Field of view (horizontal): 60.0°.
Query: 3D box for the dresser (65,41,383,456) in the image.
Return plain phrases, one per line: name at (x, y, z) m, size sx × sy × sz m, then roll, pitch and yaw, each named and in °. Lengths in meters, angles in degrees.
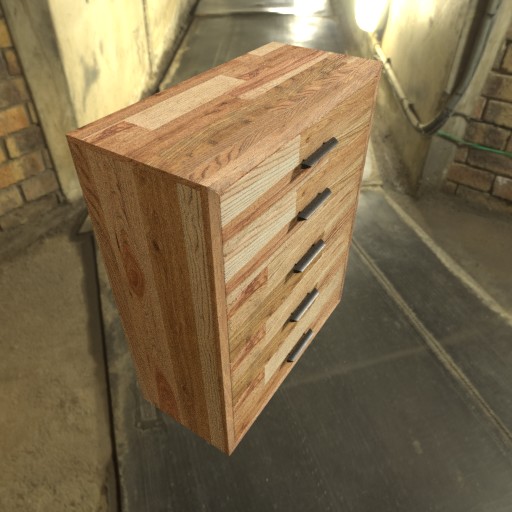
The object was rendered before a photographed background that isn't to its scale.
dresser at (0.000, 0.000, 1.691) m, size 0.480 × 1.243 × 0.966 m, roll 23°, pitch 46°, yaw 25°
